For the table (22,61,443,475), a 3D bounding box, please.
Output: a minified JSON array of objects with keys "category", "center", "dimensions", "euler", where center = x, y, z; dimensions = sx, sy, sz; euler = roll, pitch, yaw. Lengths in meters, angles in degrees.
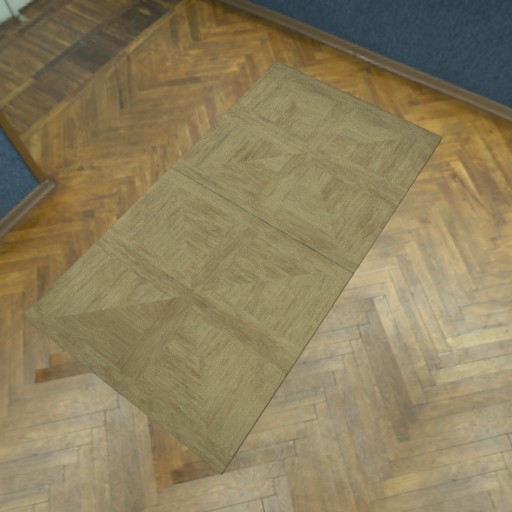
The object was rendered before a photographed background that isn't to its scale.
[{"category":"table","center":[0.000,0.000,2.371],"dimensions":[1.016,0.768,1.881],"euler":[31,66,16]}]
